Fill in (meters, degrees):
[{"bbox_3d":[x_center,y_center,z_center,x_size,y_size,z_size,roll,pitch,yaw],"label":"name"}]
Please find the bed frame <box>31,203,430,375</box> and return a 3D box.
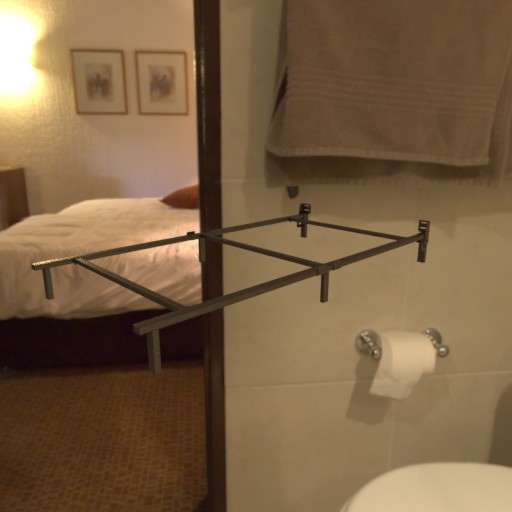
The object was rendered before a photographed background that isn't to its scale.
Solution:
[{"bbox_3d":[0.000,0.000,2.313,1.897,0.248,0.968,-14,21,-42],"label":"bed frame"}]
